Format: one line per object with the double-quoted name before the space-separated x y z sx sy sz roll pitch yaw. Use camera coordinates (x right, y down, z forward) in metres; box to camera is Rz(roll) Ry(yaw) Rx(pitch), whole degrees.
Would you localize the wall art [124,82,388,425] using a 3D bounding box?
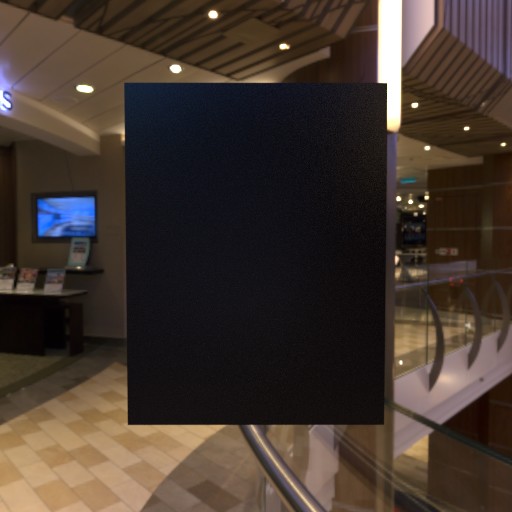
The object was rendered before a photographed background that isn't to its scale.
"wall art" 0.000 0.000 0.760 0.442 0.582 0.013 0 2 0
